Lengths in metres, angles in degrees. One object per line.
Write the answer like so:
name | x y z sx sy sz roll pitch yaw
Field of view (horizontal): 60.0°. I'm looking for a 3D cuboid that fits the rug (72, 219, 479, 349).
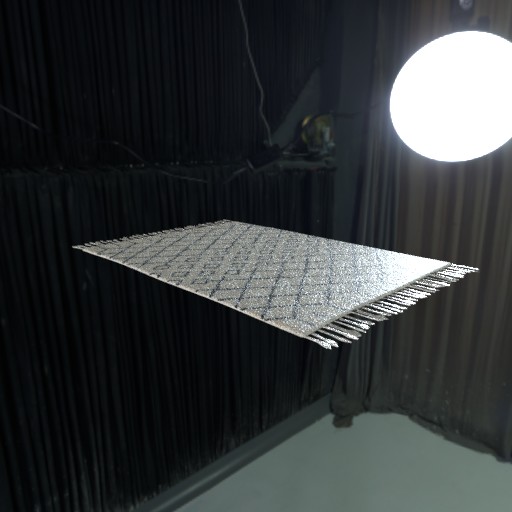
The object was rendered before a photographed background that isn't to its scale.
rug | 0.000 0.000 3.286 2.615 0.029 1.664 15 21 43
